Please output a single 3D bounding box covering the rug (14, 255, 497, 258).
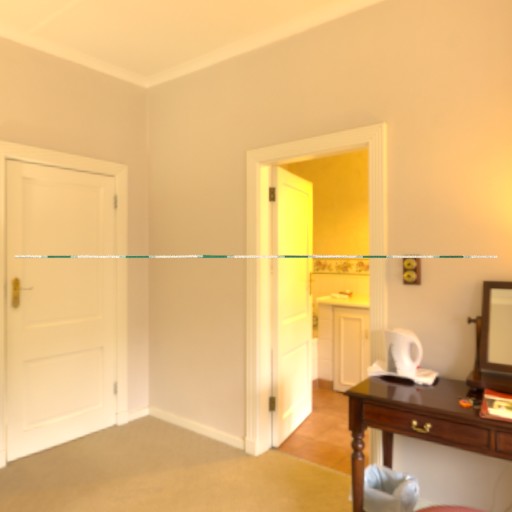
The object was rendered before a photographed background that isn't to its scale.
[{"bbox_3d":[0.000,0.000,2.986,2.436,0.015,1.521,0,0,0],"label":"rug"}]
